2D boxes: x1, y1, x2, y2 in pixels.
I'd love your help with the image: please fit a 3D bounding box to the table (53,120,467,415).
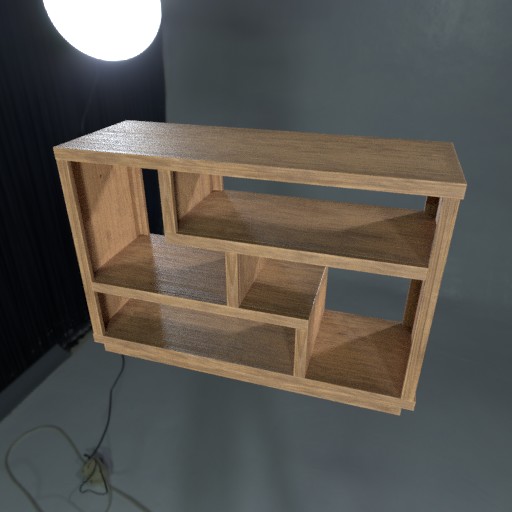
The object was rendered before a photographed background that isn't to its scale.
[{"bbox_3d":[0.000,0.000,1.533,1.151,0.771,0.410,8,29,15],"label":"table"}]
